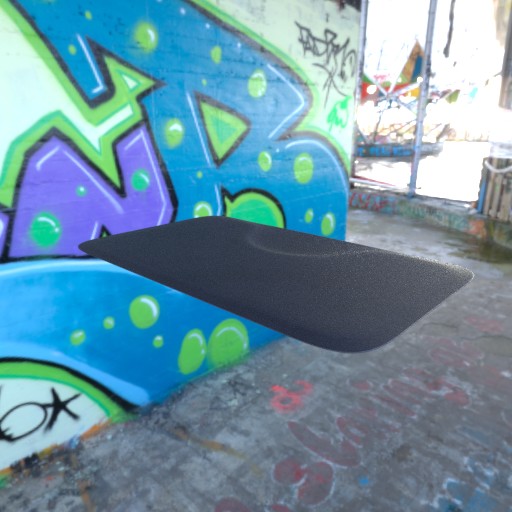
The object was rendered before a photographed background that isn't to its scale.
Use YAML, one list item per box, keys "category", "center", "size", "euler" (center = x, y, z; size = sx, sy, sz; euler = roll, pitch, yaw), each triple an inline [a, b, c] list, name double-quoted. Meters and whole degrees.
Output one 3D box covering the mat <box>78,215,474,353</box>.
- category: "mat"
  center: [0.000, 0.000, 1.860]
  size: [1.524, 0.013, 0.918]
  euler: [16, 23, 40]
